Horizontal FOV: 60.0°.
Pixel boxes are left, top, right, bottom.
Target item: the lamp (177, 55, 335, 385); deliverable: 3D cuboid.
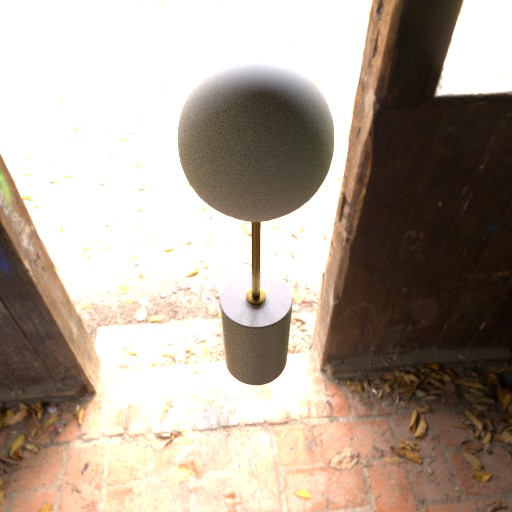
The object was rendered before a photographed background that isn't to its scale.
[{"bbox_3d":[0.000,0.000,0.553,0.153,0.480,0.153,0,46,0],"label":"lamp"}]
